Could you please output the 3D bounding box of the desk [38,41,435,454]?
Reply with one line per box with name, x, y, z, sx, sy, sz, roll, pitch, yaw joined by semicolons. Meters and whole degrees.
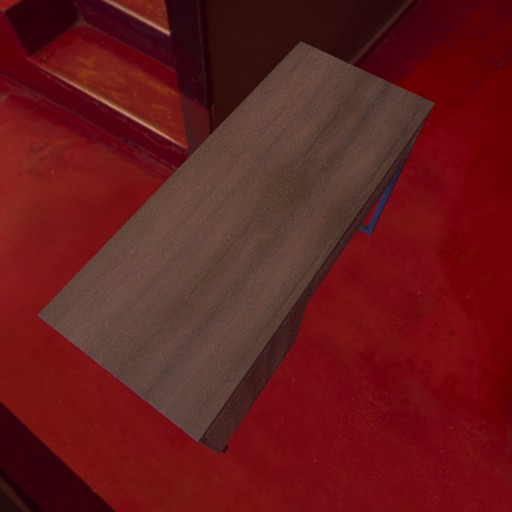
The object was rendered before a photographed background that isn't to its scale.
desk;0.000;0.000;1.511;0.511;0.752;1.134;32;68;15
